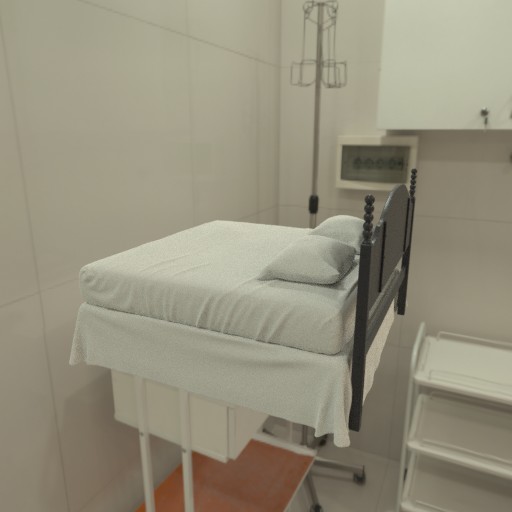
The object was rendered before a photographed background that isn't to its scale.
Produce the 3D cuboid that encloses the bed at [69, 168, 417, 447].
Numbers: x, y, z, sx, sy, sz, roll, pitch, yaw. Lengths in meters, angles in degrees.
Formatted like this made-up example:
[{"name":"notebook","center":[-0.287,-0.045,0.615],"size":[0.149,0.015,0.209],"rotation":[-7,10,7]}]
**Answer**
[{"name":"bed","center":[0.000,0.000,3.634],"size":[2.219,1.355,2.322],"rotation":[7,17,24]}]
